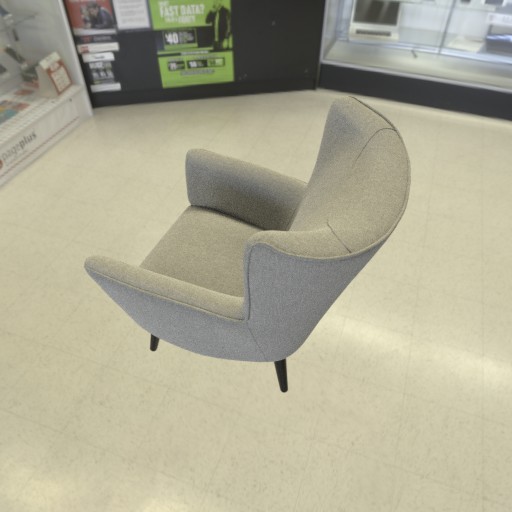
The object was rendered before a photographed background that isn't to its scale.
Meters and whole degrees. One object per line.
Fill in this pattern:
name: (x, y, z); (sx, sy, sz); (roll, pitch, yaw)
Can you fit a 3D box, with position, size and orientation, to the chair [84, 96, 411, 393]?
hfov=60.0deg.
chair: (0.000, 0.000, 1.589); (0.888, 0.933, 0.781); (16, 48, 15)
